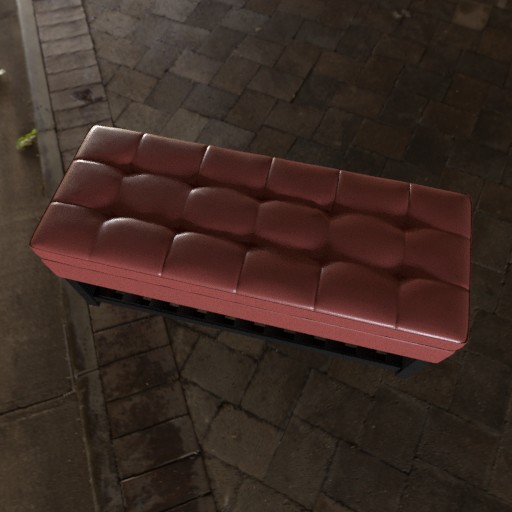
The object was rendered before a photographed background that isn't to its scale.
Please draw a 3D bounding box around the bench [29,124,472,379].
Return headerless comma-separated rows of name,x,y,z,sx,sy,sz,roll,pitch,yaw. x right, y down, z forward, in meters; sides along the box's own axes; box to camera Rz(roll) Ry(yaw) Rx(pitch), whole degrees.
bench,0.000,0.000,1.343,1.105,0.460,0.432,12,64,6
